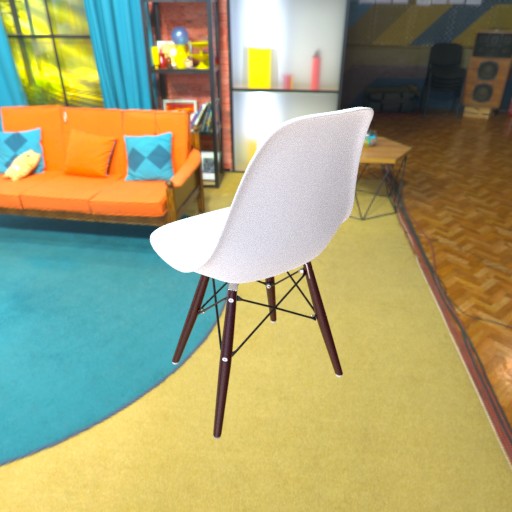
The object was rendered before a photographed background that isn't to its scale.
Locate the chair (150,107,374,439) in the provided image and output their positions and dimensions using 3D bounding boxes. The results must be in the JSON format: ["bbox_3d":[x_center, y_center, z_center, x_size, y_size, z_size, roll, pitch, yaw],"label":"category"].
[{"bbox_3d":[0.000,0.000,1.161,0.470,0.826,0.533,-18,35,-29],"label":"chair"}]
